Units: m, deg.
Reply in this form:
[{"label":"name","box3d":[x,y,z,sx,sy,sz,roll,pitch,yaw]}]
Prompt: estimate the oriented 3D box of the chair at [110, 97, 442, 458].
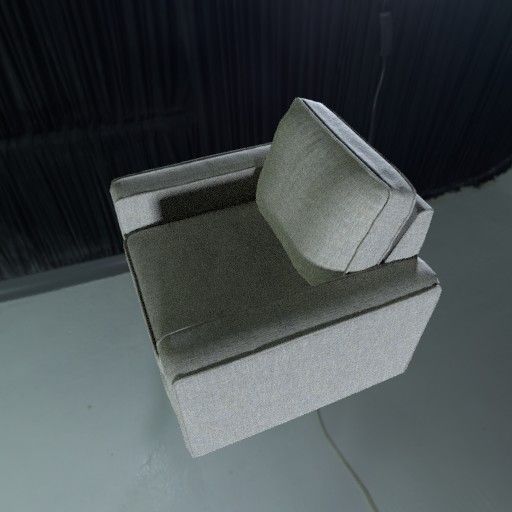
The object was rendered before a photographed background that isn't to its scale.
[{"label":"chair","box3d":[0.000,0.000,1.729,0.940,0.914,1.016,-17,48,-15]}]
